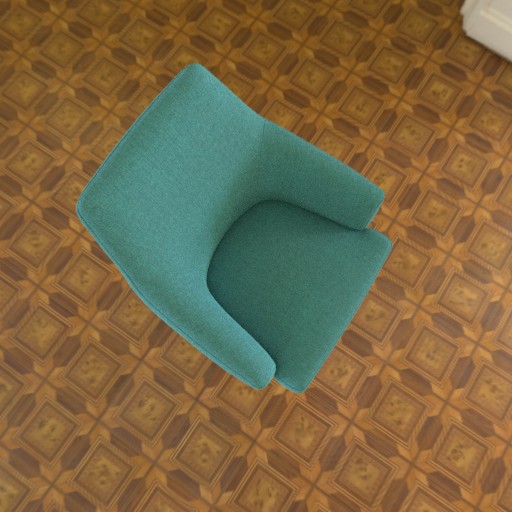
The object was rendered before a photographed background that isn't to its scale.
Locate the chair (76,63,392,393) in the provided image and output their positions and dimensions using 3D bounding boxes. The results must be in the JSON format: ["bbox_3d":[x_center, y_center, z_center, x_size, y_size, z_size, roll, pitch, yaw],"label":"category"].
[{"bbox_3d":[0.000,0.000,1.336,0.677,0.874,0.642,33,78,8],"label":"chair"}]
